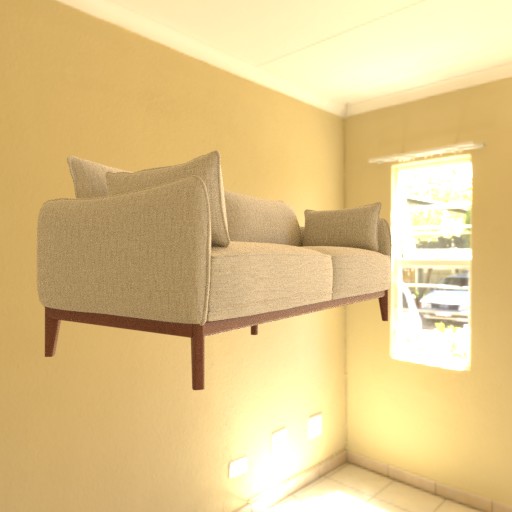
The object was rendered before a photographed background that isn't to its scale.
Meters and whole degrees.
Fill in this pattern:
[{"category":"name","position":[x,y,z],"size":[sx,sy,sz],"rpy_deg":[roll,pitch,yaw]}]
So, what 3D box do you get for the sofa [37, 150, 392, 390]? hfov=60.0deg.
[{"category":"sofa","position":[0.000,0.000,2.427],"size":[0.991,0.860,1.989],"rpy_deg":[0,0,34]}]
